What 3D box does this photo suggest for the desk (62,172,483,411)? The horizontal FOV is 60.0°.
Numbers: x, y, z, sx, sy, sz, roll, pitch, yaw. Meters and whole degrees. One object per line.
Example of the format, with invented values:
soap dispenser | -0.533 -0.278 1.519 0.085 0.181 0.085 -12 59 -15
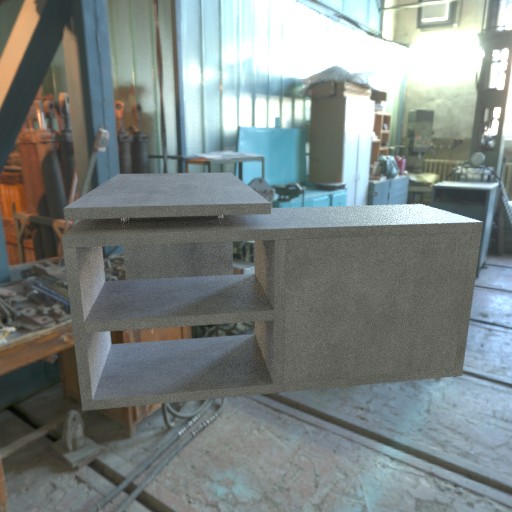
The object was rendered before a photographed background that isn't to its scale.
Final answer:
desk | 0.000 0.000 2.289 1.500 0.740 1.400 -2 15 -9
